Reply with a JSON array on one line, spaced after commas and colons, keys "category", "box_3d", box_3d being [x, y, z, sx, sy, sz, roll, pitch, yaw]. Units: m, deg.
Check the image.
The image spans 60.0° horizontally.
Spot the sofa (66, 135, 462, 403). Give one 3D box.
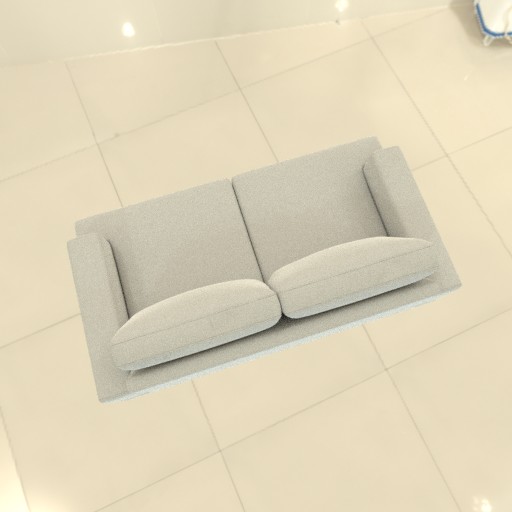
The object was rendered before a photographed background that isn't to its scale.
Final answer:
[{"category": "sofa", "box_3d": [0.000, 0.000, 2.161, 1.650, 0.810, 0.920, -17, 75, -5]}]
